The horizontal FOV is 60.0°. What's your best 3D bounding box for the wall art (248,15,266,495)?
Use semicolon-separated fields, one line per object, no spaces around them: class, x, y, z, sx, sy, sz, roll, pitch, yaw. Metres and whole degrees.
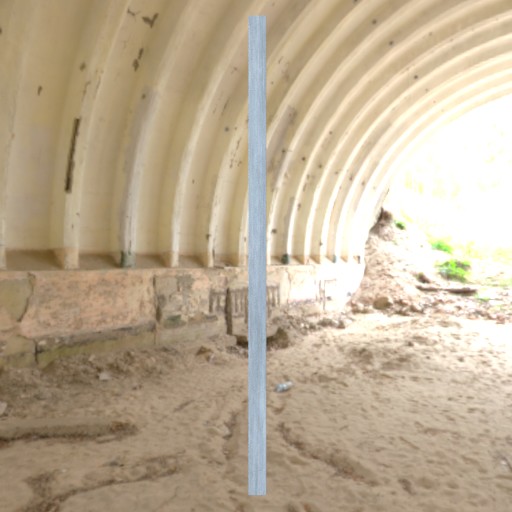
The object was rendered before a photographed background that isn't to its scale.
wall art;0.000;0.000;0.777;0.022;0.582;0.479;0;-1;0
